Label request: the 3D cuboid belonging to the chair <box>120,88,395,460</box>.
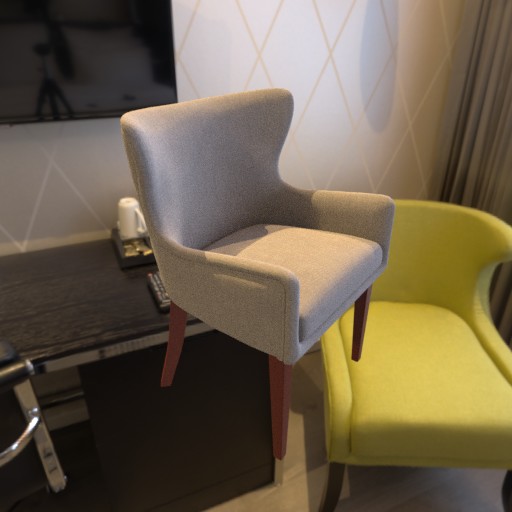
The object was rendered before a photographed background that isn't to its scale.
[{"bbox_3d":[0.000,0.000,1.447,0.677,0.948,0.732,18,33,31],"label":"chair"}]
